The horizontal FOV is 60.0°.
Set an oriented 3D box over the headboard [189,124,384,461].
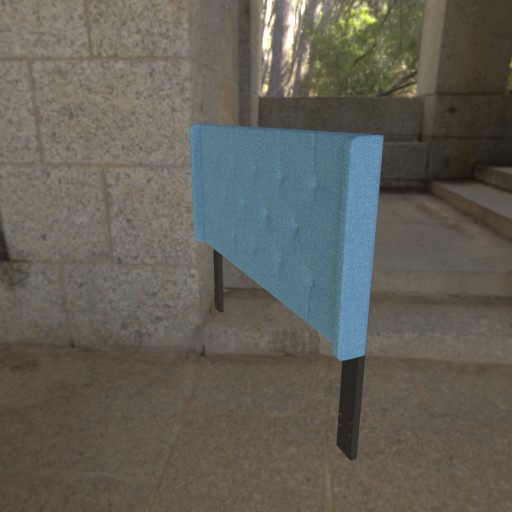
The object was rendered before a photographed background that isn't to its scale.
[{"bbox_3d":[0.000,0.000,2.737,0.184,1.524,2.051,-8,19,-23],"label":"headboard"}]
